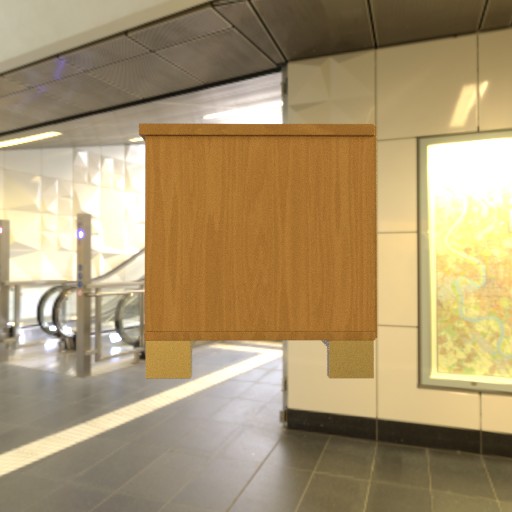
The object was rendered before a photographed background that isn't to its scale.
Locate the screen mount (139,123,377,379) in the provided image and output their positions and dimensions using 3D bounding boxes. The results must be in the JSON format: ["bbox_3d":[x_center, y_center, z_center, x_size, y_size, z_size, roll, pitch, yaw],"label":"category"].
[{"bbox_3d":[0.000,0.000,1.290,0.406,0.432,1.084,0,-1,0],"label":"screen mount"}]
